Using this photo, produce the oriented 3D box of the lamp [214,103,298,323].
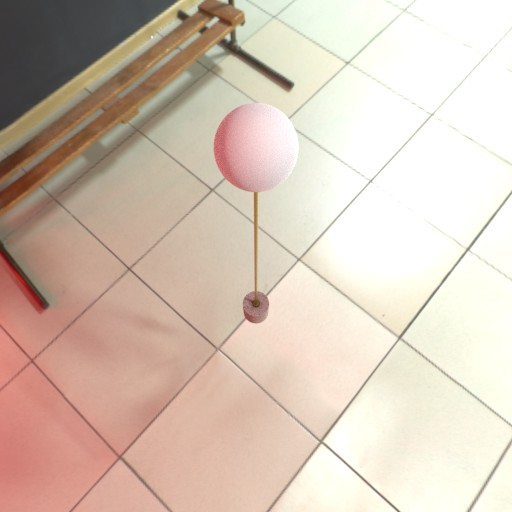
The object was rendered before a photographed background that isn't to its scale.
[{"bbox_3d":[0.000,0.000,1.893,0.229,1.748,0.229,-15,68,-6],"label":"lamp"}]
